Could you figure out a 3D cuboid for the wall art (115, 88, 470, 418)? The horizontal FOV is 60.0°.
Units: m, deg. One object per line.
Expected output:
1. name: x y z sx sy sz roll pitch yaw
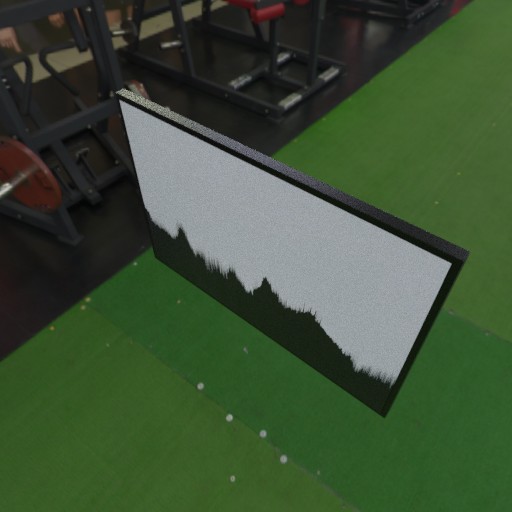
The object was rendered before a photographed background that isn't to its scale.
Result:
1. wall art: 0.000 0.000 0.838 0.659 0.446 0.022 31 54 26
